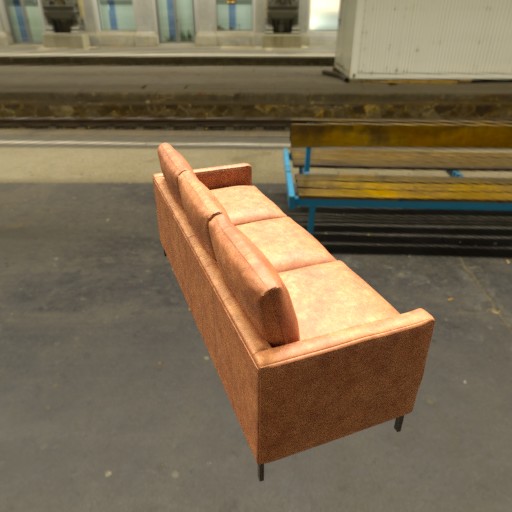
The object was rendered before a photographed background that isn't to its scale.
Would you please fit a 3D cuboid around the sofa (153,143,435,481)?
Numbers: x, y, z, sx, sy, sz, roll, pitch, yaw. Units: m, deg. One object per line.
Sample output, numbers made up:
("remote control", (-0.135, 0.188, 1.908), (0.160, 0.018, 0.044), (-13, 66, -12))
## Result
("sofa", (0.000, 0.000, 2.413), (0.748, 0.863, 2.029), (-11, 31, -18))
